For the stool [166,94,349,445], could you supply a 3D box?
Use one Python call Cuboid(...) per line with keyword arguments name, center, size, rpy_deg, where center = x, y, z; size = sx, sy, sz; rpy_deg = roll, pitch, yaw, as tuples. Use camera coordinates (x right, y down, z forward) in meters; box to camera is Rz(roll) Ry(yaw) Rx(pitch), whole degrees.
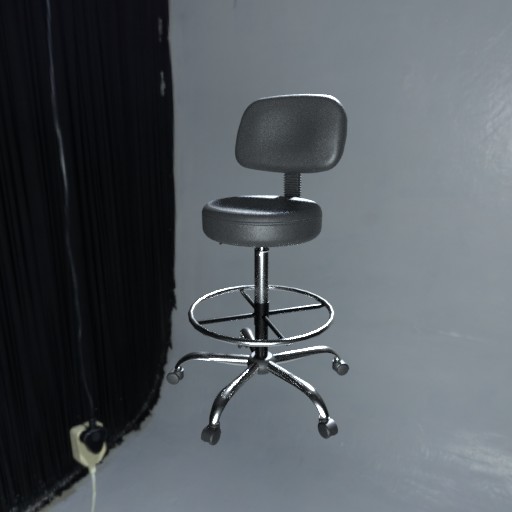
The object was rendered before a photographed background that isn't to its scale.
Cuboid(name="stool", center=(0.000, 0.000, 1.507), size=(0.694, 1.069, 0.658), rpy_deg=(8, 18, 27))
